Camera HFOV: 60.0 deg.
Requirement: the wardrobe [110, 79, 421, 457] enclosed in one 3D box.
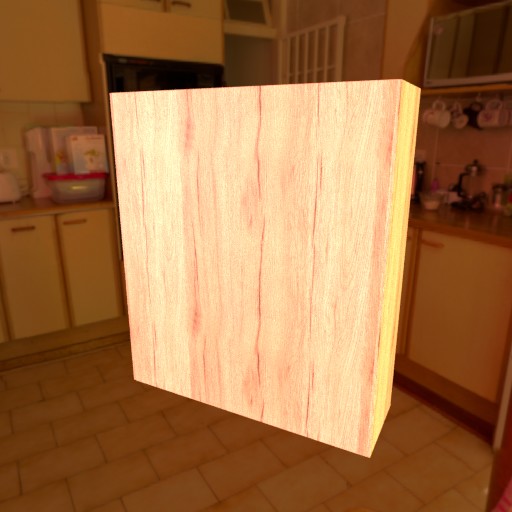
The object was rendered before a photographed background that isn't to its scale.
[{"bbox_3d":[0.000,0.000,2.959,1.810,2.070,0.580,8,18,27],"label":"wardrobe"}]
